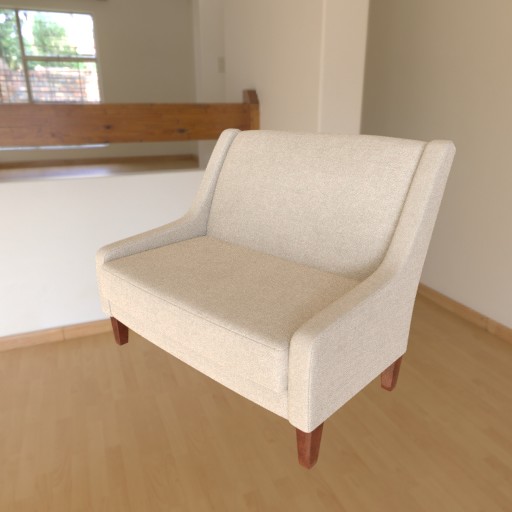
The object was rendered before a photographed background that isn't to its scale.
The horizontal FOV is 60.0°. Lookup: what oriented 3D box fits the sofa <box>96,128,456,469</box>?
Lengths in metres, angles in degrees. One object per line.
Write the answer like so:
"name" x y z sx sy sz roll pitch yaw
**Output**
"sofa" 0.000 0.000 1.883 1.212 0.976 0.946 17 25 40
